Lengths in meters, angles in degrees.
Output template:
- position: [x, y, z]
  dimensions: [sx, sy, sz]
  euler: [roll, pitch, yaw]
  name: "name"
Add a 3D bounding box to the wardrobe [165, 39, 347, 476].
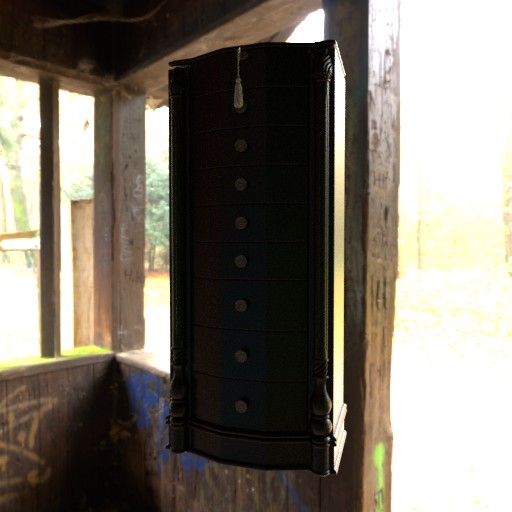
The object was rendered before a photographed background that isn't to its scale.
- position: [0.000, 0.000, 1.163]
  dimensions: [0.444, 1.011, 0.295]
  euler: [1, 2, 17]
  name: "wardrobe"
